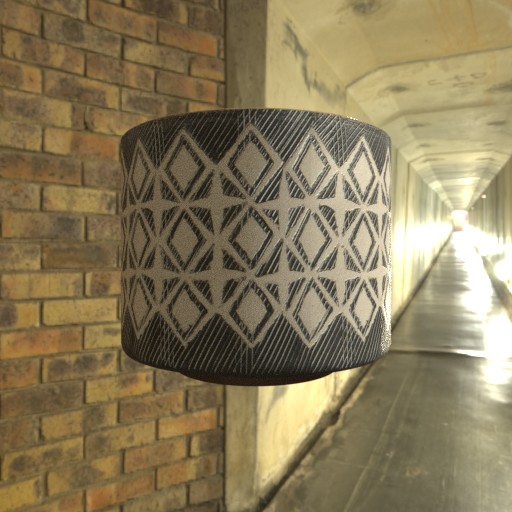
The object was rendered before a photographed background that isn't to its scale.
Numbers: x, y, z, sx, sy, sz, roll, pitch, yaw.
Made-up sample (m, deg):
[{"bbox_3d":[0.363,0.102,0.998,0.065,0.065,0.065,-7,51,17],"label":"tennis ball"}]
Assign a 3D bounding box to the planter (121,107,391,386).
[{"bbox_3d":[0.000,0.000,0.217,0.126,0.104,0.126,0,0,0],"label":"planter"}]
